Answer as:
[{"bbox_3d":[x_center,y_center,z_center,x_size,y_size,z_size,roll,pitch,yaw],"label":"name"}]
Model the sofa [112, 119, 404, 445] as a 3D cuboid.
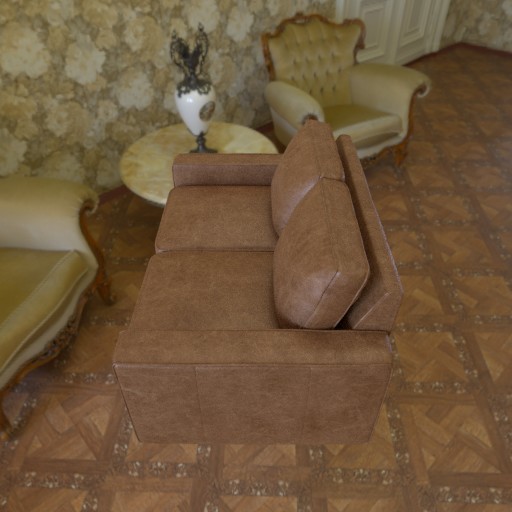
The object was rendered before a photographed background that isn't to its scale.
[{"bbox_3d":[0.000,0.000,2.162,1.020,0.896,1.532,0,40,1],"label":"sofa"}]
